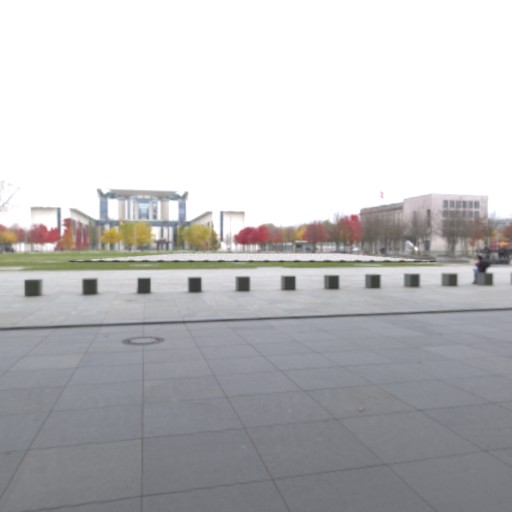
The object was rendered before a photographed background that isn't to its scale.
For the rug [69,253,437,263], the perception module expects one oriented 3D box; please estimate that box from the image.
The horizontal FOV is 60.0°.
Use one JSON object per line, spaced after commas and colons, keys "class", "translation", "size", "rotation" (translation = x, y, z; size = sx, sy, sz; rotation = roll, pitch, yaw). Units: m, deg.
{"class": "rug", "translation": [0.000, 0.000, 3.064], "size": [1.563, 0.014, 2.425], "rotation": [0, 1, 1]}
